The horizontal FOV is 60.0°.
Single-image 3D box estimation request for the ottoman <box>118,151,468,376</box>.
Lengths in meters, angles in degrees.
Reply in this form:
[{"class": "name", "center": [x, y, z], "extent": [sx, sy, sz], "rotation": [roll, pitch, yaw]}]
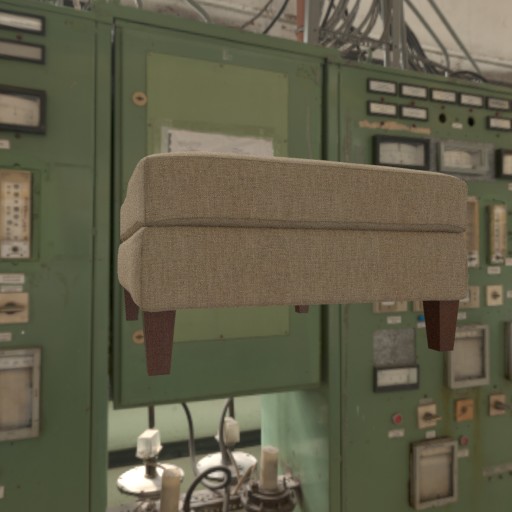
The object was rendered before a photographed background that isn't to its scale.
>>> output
[{"class": "ottoman", "center": [0.000, 0.000, 1.440], "extent": [0.836, 0.492, 0.976], "rotation": [0, 0, -19]}]
